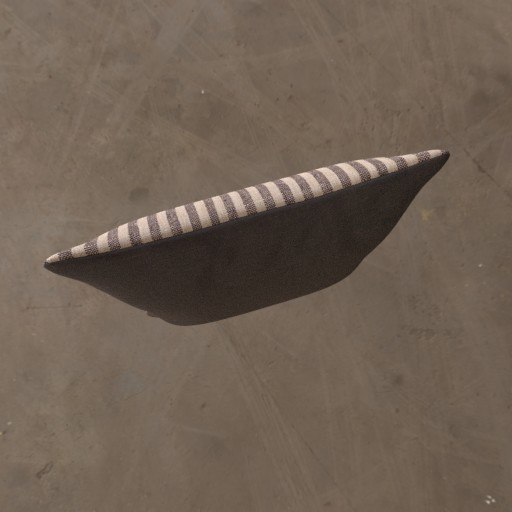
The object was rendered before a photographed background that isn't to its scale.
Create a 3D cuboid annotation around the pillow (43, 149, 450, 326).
[{"bbox_3d":[0.000,0.000,0.780,0.523,0.506,0.166,-16,75,-4],"label":"pillow"}]
